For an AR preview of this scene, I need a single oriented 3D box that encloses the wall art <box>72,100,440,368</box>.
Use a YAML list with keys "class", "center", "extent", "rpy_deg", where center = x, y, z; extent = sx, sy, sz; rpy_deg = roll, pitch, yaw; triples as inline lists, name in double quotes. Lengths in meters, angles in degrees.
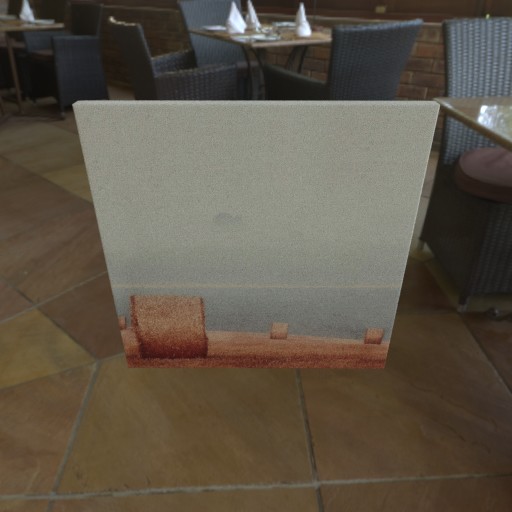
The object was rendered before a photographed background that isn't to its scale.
- class: "wall art"
  center: [0.000, 0.000, 0.603]
  extent: [0.405, 0.405, 0.023]
  rpy_deg: [0, 32, 0]
